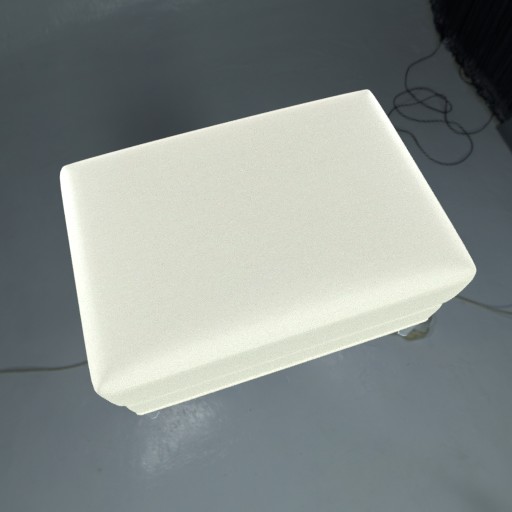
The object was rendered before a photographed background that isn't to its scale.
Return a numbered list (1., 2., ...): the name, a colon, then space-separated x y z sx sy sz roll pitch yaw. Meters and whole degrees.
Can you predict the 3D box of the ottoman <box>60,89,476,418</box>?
1. ottoman: 0.000 0.000 1.184 0.835 0.497 0.581 -16 65 -8
